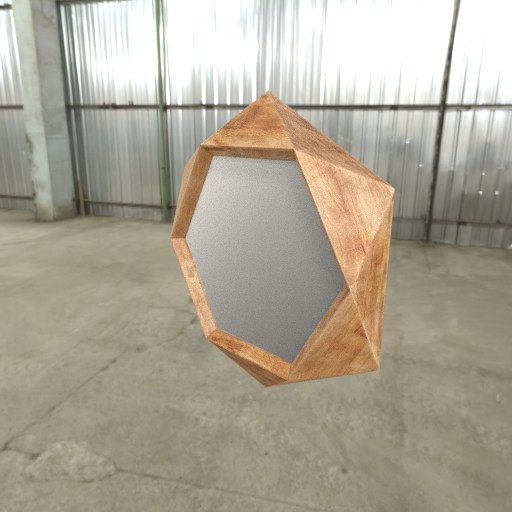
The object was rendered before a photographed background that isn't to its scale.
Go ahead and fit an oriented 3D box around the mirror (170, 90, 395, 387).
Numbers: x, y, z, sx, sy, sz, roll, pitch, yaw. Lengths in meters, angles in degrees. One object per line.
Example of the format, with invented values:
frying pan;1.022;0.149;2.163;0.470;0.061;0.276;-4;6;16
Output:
mirror;0.000;0.000;1.104;0.091;0.779;0.675;-15;22;-43
